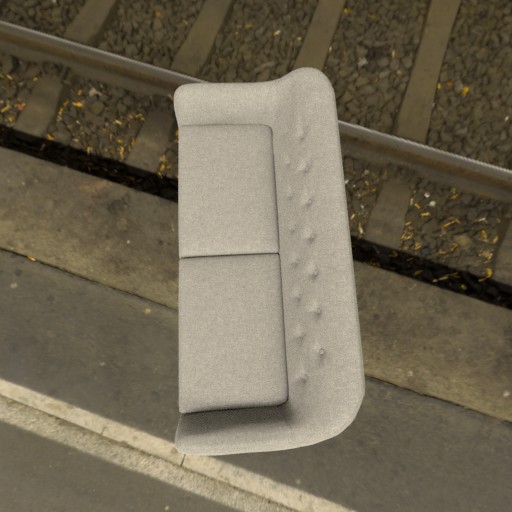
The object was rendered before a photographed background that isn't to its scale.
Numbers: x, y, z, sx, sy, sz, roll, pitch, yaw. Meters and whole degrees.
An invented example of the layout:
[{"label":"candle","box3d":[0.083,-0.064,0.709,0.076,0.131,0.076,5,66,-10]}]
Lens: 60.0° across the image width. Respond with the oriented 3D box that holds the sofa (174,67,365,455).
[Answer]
[{"label":"sofa","box3d":[0.000,0.000,2.288,0.820,0.820,1.840,-3,75,-1]}]
